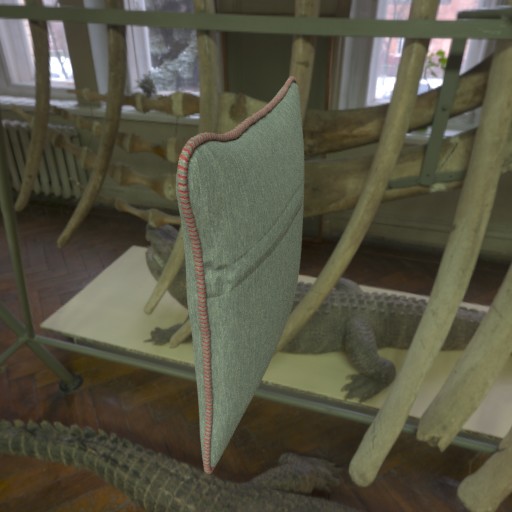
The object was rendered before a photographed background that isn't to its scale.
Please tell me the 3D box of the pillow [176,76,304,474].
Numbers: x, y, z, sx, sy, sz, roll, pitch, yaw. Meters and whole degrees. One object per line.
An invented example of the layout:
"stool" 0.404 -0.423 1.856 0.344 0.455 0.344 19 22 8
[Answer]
"pillow" 0.000 0.000 0.721 0.124 0.491 0.482 9 31 15
